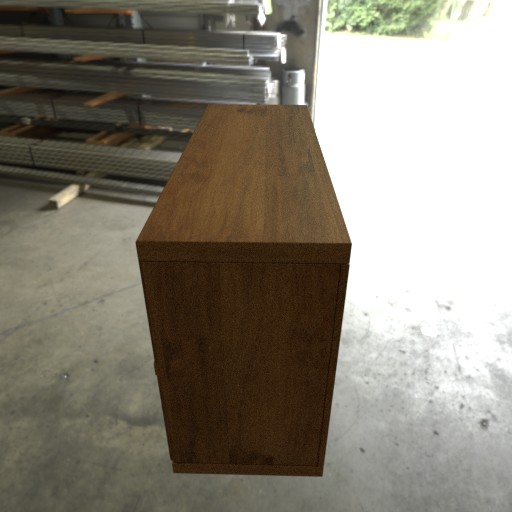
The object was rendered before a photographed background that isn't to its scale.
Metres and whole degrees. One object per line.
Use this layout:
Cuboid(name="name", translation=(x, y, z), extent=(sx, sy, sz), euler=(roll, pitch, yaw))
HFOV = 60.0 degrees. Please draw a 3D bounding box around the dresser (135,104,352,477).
Cuboid(name="dresser", translation=(0.000, 0.000, 1.657), extent=(0.479, 0.825, 1.261), euler=(1, 31, 1))
